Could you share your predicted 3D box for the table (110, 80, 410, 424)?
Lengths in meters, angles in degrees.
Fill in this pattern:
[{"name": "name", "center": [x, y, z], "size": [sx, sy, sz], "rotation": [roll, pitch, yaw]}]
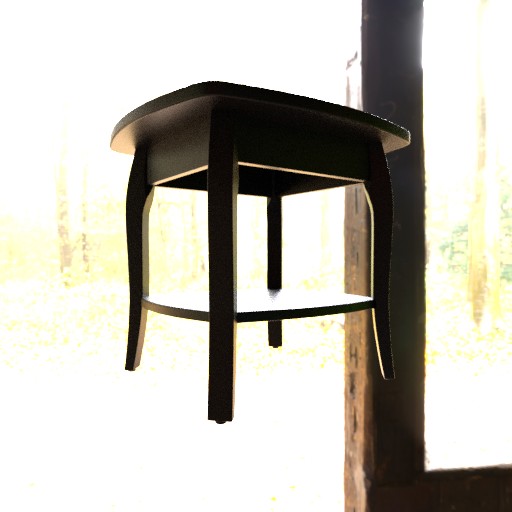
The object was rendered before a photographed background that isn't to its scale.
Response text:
[{"name": "table", "center": [0.000, 0.000, 0.854], "size": [0.508, 0.457, 0.457], "rotation": [0, 0, -36]}]
